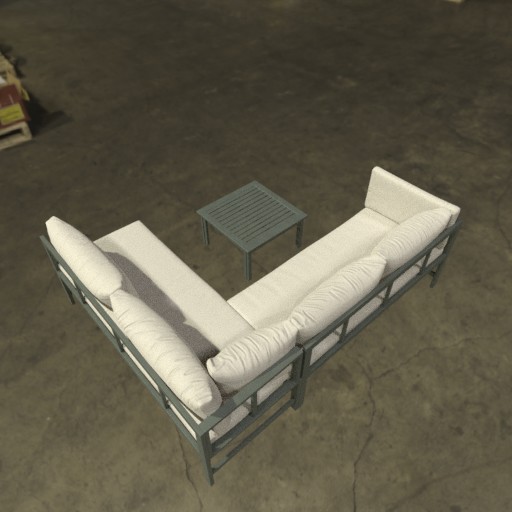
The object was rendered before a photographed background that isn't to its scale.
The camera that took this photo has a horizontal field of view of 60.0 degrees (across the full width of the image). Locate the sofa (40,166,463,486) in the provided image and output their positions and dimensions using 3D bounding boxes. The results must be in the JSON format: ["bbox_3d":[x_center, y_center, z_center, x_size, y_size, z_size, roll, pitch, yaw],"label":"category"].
[{"bbox_3d":[0.000,0.000,2.960,2.096,0.758,1.658,-32,53,-28],"label":"sofa"}]
